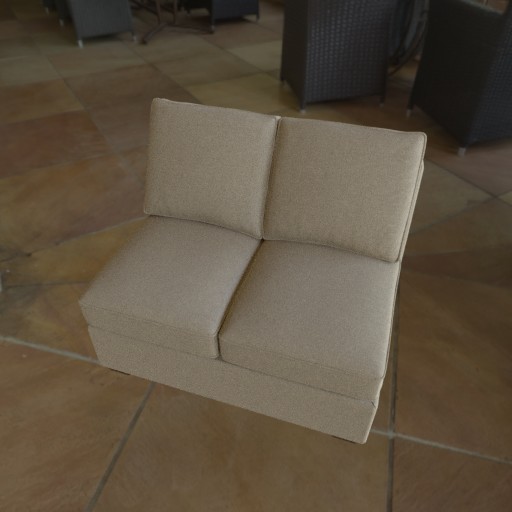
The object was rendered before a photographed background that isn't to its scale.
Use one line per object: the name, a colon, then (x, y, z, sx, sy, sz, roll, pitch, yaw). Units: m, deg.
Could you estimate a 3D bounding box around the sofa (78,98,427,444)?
sofa: (0.000, 0.000, 1.934, 1.237, 1.008, 0.951, 12, 42, 14)
